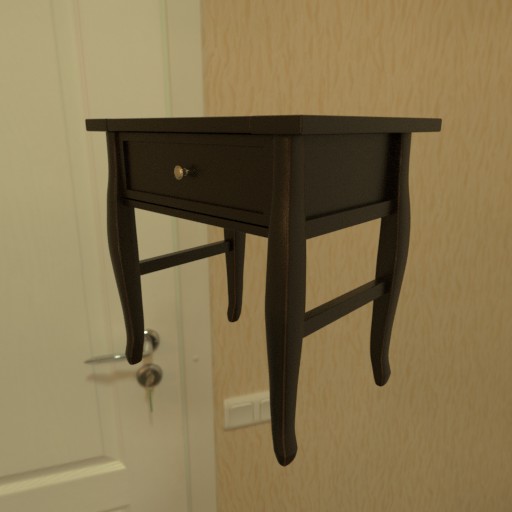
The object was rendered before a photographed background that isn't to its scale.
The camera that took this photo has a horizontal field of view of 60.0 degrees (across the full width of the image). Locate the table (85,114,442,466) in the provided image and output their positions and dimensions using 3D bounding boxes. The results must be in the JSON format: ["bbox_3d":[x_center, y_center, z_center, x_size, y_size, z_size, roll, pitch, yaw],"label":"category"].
[{"bbox_3d":[0.000,0.000,1.019,0.602,0.604,0.460,15,22,41],"label":"table"}]
